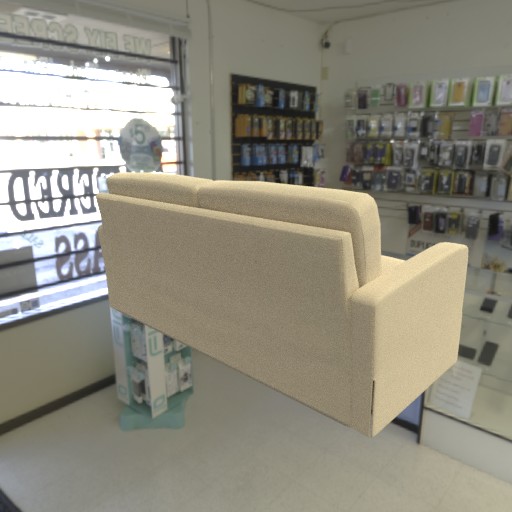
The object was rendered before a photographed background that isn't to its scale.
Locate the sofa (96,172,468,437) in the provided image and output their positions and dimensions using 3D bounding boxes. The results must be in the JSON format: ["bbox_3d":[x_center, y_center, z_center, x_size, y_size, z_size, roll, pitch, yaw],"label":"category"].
[{"bbox_3d":[0.000,0.000,2.271,1.808,0.831,0.894,14,20,42],"label":"sofa"}]
